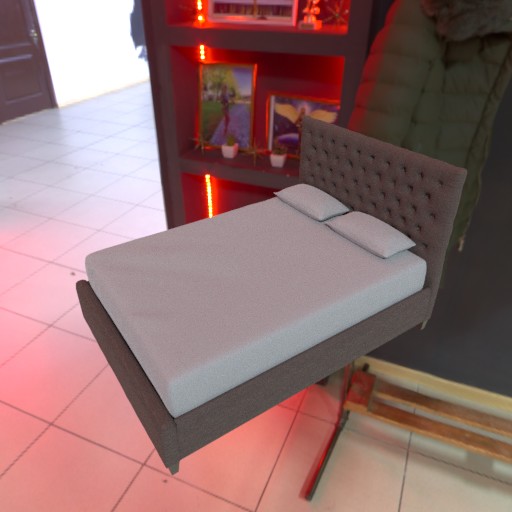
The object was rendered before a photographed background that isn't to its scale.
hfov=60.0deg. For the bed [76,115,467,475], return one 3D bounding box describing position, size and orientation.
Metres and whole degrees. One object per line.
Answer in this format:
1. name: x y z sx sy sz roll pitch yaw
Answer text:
1. bed: 0.000 0.000 3.384 2.387 1.427 1.698 -20 37 -29
